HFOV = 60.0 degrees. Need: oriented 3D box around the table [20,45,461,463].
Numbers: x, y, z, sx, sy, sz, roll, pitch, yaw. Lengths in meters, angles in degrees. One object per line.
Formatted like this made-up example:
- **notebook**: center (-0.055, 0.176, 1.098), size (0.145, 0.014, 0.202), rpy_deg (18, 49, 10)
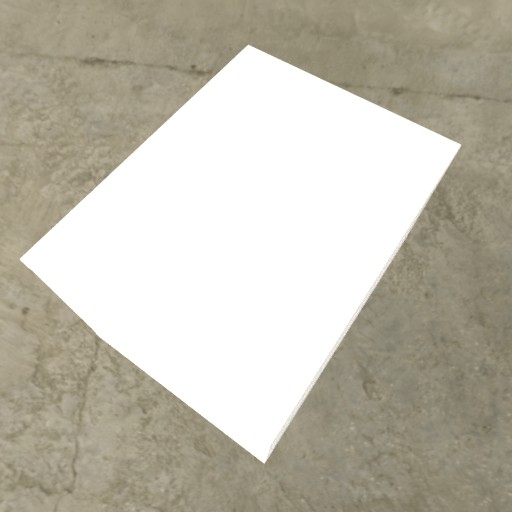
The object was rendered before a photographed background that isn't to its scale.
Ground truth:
- **table**: center (0.000, 0.000, 0.785), size (0.399, 0.357, 0.517), rpy_deg (32, 67, 15)
